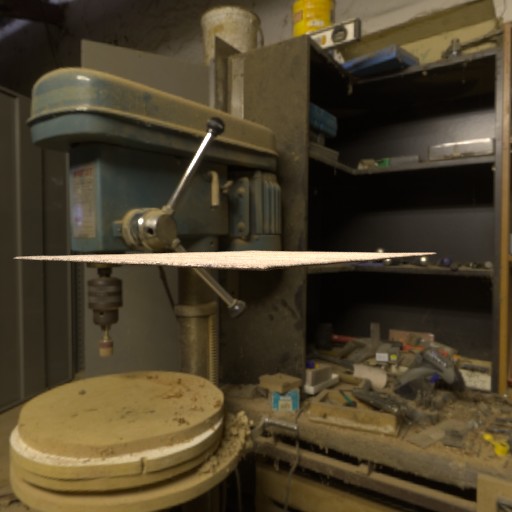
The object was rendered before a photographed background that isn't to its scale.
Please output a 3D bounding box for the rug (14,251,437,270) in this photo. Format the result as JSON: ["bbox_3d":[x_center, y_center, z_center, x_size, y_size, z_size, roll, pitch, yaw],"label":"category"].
[{"bbox_3d":[0.000,0.000,4.094,2.414,0.036,3.199,1,2,36],"label":"rug"}]
